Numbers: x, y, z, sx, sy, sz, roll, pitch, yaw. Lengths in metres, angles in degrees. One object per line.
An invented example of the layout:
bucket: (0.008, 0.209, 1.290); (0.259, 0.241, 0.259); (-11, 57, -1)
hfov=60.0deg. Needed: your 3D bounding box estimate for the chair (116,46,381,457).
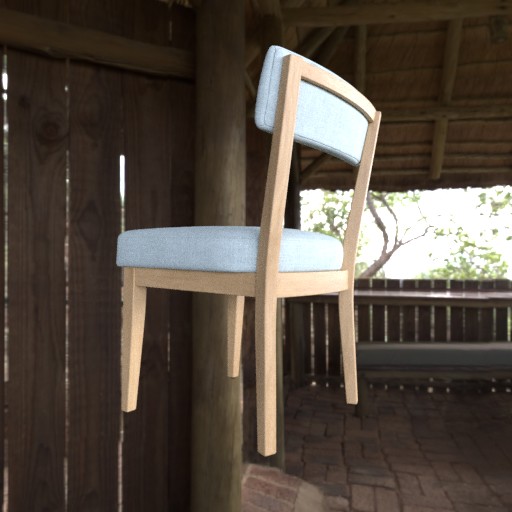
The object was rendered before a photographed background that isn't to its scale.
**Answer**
chair: (0.000, 0.000, 1.192); (0.572, 0.832, 0.508); (0, -1, 37)
